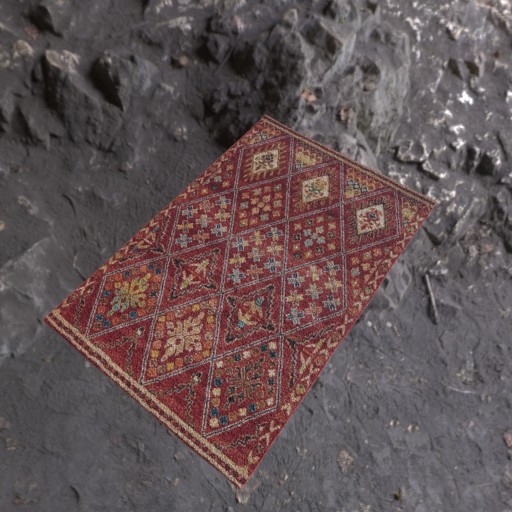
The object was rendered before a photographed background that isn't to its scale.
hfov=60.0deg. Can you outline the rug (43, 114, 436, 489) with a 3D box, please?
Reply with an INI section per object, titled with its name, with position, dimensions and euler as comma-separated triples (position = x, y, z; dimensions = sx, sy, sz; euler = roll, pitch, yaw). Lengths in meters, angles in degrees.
[rug]
position = 0.000, 0.000, 2.911
dimensions = 1.521, 0.026, 2.286
euler = 32, 63, 19
